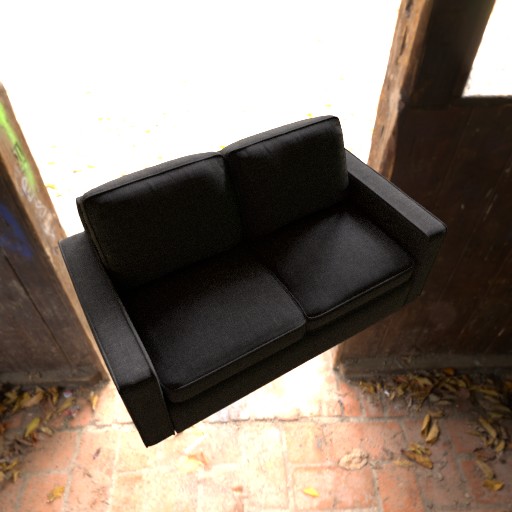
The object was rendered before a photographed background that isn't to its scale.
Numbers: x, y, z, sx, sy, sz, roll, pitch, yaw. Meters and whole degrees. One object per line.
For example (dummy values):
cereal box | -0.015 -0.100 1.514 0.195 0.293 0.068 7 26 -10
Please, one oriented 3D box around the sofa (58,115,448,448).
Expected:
sofa | 0.000 0.000 2.260 1.709 0.918 0.947 -24 51 -21
